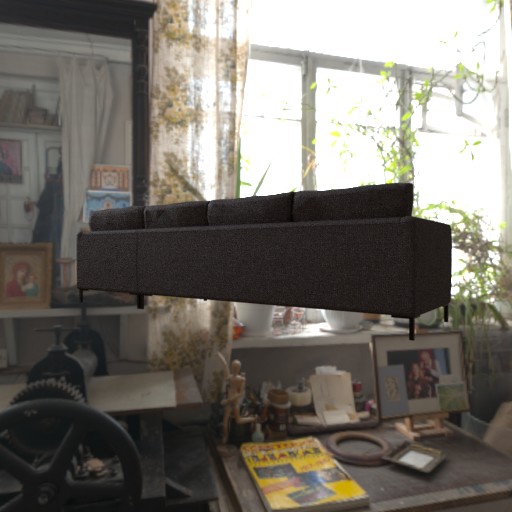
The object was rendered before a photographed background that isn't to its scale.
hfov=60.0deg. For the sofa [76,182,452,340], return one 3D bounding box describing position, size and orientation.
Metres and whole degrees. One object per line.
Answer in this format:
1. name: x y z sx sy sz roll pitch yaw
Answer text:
1. sofa: 0.000 0.000 3.882 3.221 0.892 1.483 0 1 36
